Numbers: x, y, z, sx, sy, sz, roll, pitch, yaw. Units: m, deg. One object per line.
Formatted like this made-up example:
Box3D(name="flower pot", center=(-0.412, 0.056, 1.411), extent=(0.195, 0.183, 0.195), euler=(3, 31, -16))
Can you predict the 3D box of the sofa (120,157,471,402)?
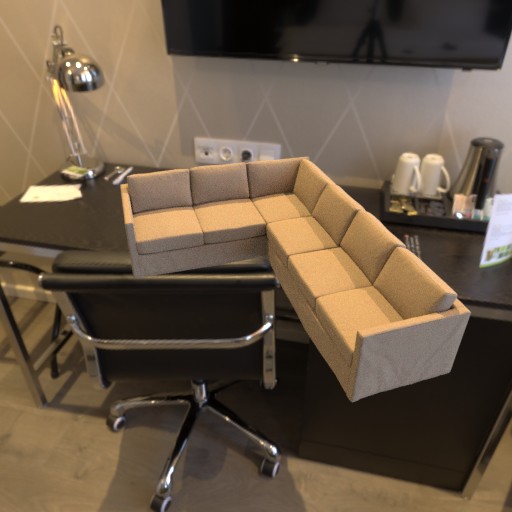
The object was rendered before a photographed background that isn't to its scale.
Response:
Box3D(name="sofa", center=(0.000, 0.000, 4.433), extent=(2.432, 0.871, 3.182), euler=(-10, 34, -14))
